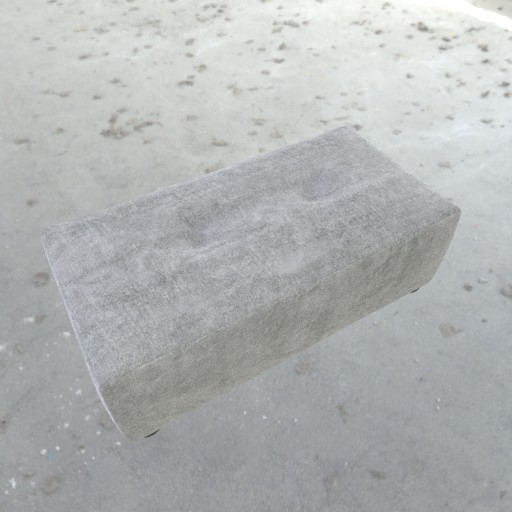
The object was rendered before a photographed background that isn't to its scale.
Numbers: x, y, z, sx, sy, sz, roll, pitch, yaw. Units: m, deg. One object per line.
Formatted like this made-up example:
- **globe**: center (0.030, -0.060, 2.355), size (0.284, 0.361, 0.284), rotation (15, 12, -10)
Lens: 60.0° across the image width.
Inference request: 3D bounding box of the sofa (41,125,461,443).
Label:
- **sofa**: center (0.000, 0.000, 1.151), size (0.930, 0.330, 0.480), rotation (-24, 51, -20)
